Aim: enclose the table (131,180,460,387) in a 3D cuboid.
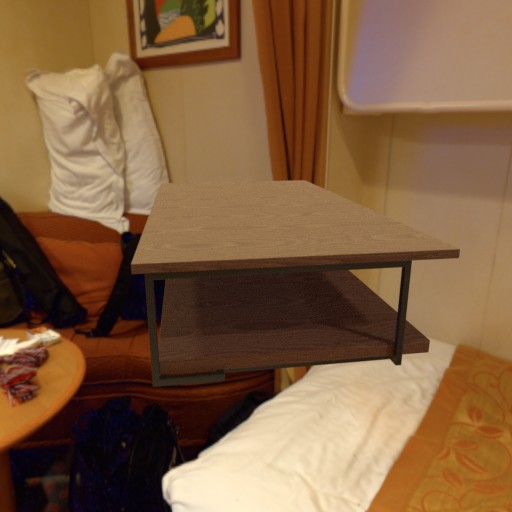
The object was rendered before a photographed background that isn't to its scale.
[{"bbox_3d":[0.000,0.000,1.468,0.651,0.347,1.197,-3,17,-9],"label":"table"}]
